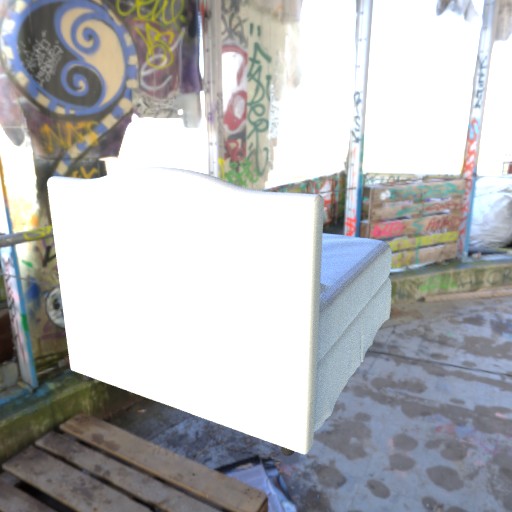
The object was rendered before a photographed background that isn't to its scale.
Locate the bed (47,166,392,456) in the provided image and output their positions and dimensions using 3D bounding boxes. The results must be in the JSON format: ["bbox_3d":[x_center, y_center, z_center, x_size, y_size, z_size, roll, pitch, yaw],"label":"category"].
[{"bbox_3d":[0.000,0.000,3.346,1.753,1.460,2.143,8,18,27],"label":"bed"}]
